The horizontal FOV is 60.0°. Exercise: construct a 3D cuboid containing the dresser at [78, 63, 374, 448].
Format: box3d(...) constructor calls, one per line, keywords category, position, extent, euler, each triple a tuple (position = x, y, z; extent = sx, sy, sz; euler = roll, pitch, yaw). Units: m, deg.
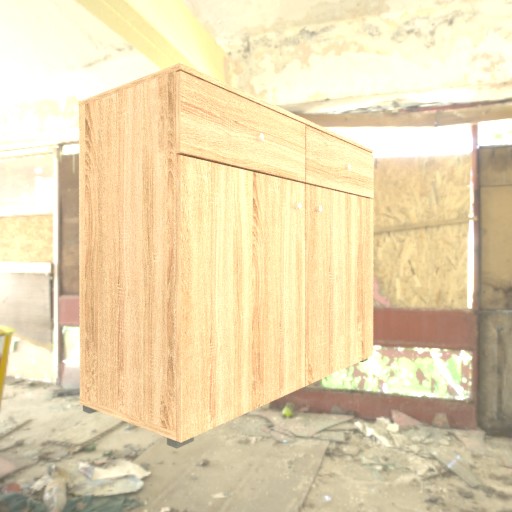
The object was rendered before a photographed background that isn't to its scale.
box3d(category="dresser", position=(0.000, 0.000, 1.585), extent=(0.450, 0.900, 1.100), euler=(0, 1, 38))
